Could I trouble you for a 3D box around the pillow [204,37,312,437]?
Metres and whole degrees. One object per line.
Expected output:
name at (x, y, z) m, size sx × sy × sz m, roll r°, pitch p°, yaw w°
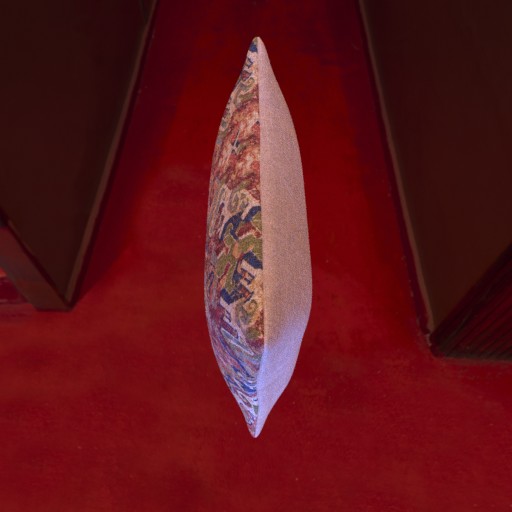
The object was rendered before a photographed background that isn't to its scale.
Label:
pillow at (0.000, 0.000, 0.779) m, size 0.166 × 0.506 × 0.523 m, roll -1°, pitch 58°, yaw 0°
